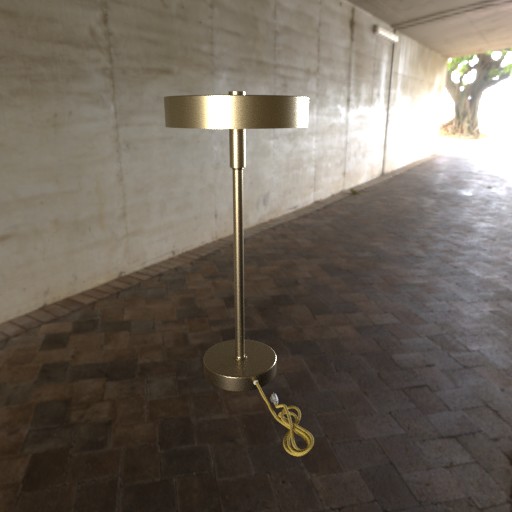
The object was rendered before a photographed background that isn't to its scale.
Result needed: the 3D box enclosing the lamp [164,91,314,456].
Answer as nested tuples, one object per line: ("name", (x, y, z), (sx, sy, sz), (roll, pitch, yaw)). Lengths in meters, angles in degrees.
("lamp", (0.000, 0.000, 0.722), (0.229, 0.508, 0.369), (-8, 20, -24))
